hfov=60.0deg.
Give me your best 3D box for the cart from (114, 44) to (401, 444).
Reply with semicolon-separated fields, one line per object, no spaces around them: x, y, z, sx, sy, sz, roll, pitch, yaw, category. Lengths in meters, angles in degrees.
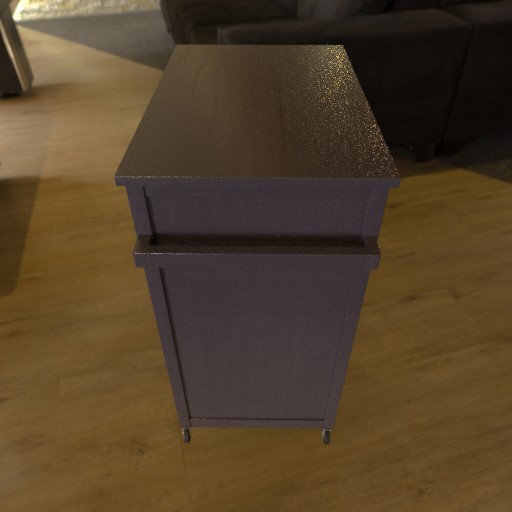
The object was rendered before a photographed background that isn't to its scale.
0.000;0.000;1.201;0.449;0.878;0.690;0;41;1;cart
